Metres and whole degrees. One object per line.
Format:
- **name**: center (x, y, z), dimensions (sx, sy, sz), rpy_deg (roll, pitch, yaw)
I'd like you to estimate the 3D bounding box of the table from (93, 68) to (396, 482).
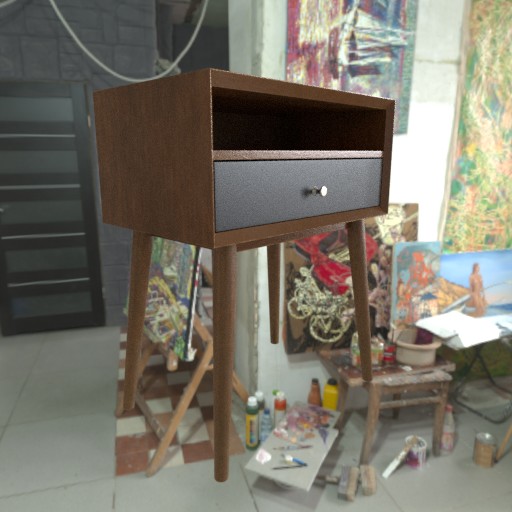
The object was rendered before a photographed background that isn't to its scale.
- **table**: center (0.000, 0.000, 0.847), dimensions (0.307, 0.580, 0.454), rpy_deg (13, 18, 43)
